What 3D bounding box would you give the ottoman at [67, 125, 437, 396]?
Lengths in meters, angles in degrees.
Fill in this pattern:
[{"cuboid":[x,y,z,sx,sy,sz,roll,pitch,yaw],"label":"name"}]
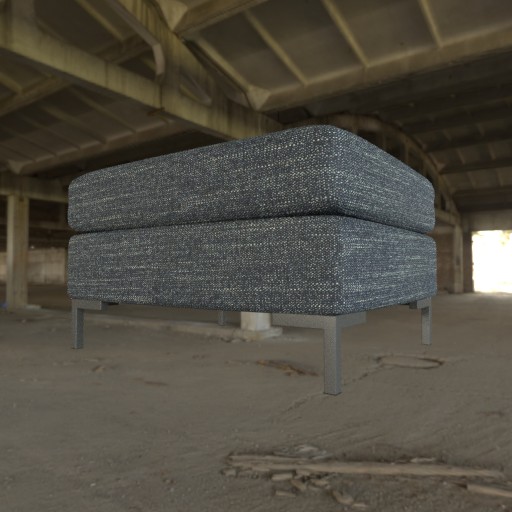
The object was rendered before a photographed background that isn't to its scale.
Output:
[{"cuboid":[0.000,0.000,1.210,0.814,0.491,0.667,-1,-2,35],"label":"ottoman"}]
